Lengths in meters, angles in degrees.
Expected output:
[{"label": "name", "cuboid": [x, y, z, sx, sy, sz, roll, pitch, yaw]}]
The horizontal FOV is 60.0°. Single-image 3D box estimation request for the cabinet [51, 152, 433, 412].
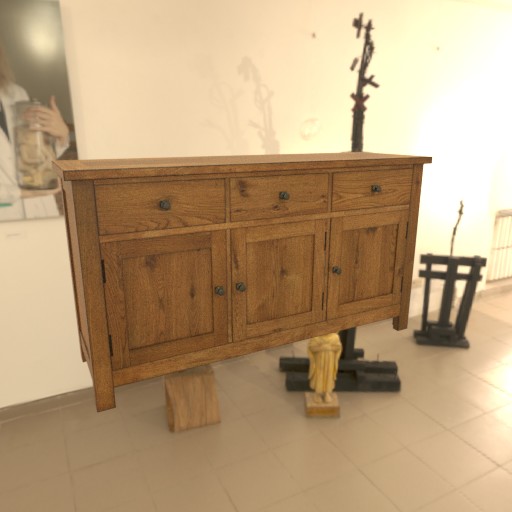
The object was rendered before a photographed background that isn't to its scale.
[{"label": "cabinet", "cuboid": [0.000, 0.000, 1.889, 1.474, 0.813, 0.480, -8, 18, -26]}]
